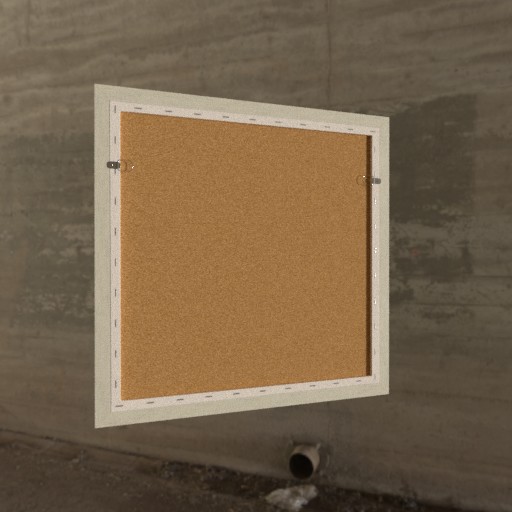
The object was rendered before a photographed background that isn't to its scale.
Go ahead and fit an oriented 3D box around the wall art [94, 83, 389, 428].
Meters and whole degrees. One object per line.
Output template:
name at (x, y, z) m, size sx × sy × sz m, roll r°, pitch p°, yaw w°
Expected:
wall art at (0.000, 0.000, 1.485) m, size 1.016 × 1.016 × 0.045 m, roll 0°, pitch 0°, yaw -18°
